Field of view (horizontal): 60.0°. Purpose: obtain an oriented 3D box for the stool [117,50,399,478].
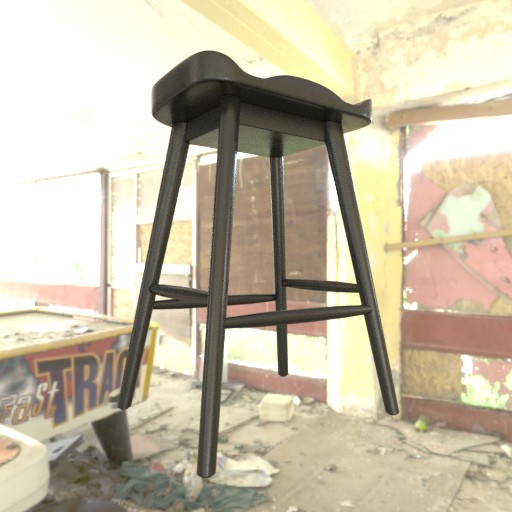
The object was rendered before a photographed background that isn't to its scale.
[{"bbox_3d":[0.000,0.000,0.877,0.440,0.615,0.361,0,0,-36],"label":"stool"}]
